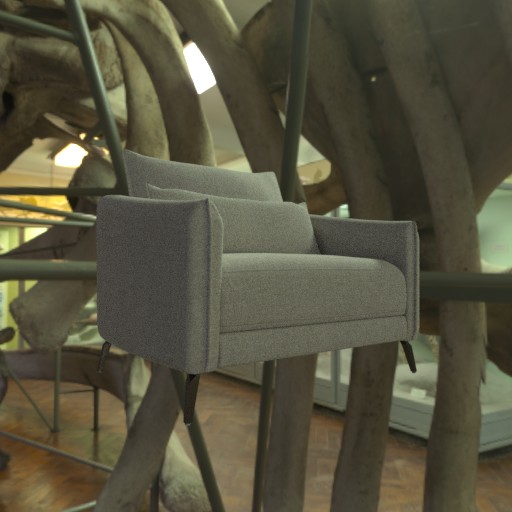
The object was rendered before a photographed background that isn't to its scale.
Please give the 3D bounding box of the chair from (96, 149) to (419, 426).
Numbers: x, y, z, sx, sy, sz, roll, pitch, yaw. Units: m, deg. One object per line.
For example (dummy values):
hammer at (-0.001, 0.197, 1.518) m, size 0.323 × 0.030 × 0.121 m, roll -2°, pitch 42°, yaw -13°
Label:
chair at (0.000, 0.000, 1.651) m, size 1.029 × 0.856 × 0.801 m, roll 1°, pitch -2°, yaw -36°
